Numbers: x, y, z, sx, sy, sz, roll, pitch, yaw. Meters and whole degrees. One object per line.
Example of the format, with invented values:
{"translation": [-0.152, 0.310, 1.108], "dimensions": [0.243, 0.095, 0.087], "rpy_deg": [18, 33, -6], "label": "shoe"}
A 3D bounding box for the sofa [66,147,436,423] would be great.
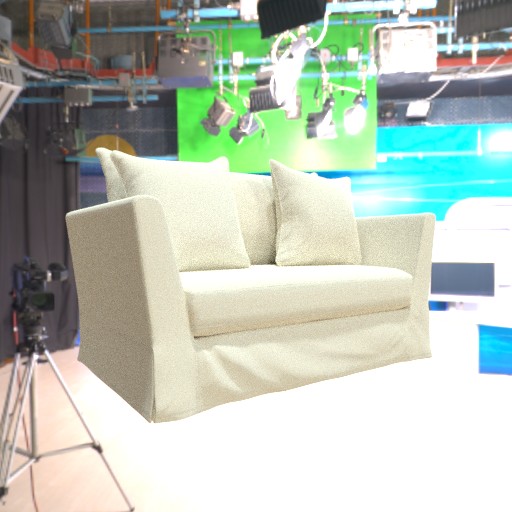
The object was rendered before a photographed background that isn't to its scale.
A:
{"translation": [0.000, 0.000, 2.237], "dimensions": [1.608, 1.039, 1.026], "rpy_deg": [-1, 2, -35], "label": "sofa"}
